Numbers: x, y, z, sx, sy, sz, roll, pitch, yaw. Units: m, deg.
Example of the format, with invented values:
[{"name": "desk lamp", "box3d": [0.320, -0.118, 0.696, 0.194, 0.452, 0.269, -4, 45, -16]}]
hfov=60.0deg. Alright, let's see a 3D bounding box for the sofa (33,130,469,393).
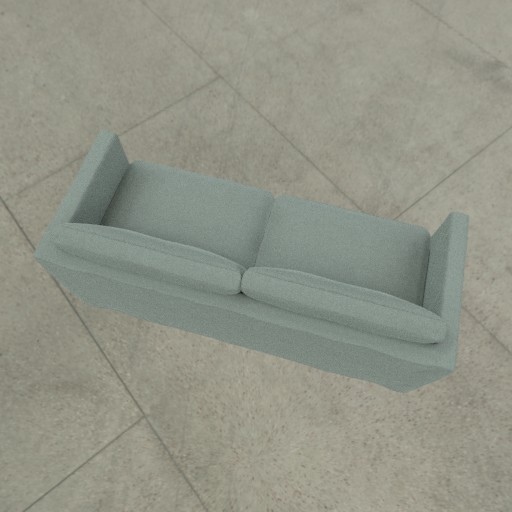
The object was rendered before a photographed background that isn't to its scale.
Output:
[{"name": "sofa", "box3d": [0.000, 0.000, 2.729, 2.312, 0.853, 0.962, 14, 66, 7]}]
